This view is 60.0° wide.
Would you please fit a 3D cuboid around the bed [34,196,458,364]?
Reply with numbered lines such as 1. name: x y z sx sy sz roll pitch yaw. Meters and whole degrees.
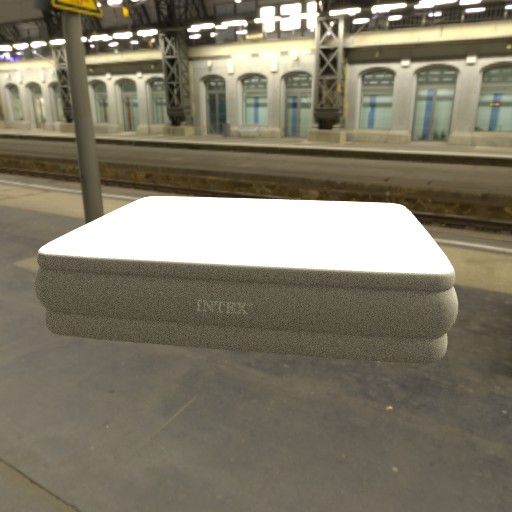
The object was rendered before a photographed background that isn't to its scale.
1. bed: 0.000 0.000 2.667 2.036 0.460 1.520 3 19 8
